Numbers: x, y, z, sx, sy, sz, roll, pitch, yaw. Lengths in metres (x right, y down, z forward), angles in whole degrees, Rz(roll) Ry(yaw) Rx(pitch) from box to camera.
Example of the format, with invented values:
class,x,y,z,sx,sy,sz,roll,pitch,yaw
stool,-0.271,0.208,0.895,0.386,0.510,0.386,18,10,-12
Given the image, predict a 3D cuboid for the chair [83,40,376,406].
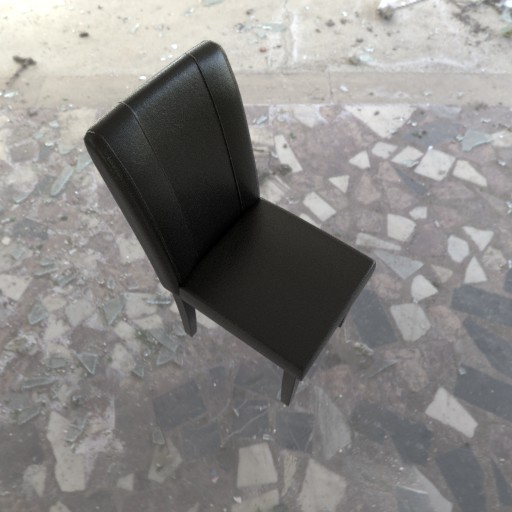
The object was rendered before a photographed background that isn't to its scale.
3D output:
class,x,y,z,sx,sy,sz,roll,pitch,yaw
chair,0.000,0.000,1.213,0.556,0.897,0.399,31,63,18
